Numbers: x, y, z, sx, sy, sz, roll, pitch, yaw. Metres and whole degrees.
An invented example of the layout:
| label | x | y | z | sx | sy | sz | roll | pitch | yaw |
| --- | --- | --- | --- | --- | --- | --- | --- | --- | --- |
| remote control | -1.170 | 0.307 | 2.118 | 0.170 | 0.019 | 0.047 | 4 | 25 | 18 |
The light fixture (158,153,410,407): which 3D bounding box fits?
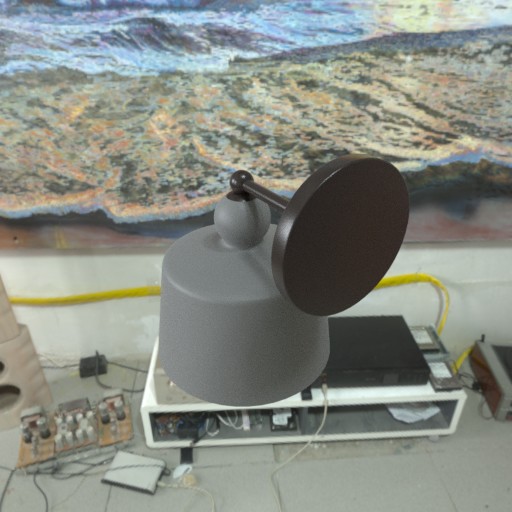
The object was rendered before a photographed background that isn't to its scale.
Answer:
| label | x | y | z | sx | sy | sz | roll | pitch | yaw |
| --- | --- | --- | --- | --- | --- | --- | --- | --- | --- |
| light fixture | 0.000 | 0.000 | 0.452 | 0.204 | 0.268 | 0.254 | -18 | 34 | -29 |
